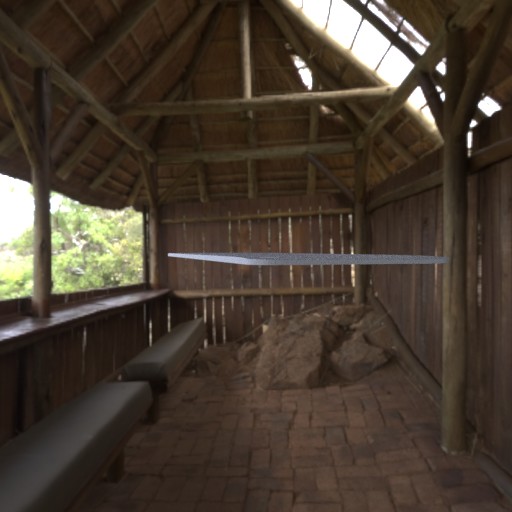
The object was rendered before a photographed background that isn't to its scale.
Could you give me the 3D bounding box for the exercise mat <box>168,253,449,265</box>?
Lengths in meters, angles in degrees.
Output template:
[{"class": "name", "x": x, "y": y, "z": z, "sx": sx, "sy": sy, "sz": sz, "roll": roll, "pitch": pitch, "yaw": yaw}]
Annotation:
[{"class": "exercise mat", "x": 0.000, "y": 0.000, "z": 2.072, "sx": 0.616, "sy": 0.021, "sz": 1.884, "roll": 0, "pitch": 1, "yaw": -18}]
